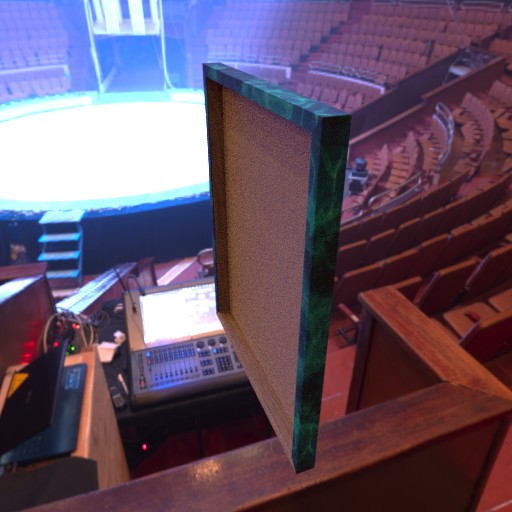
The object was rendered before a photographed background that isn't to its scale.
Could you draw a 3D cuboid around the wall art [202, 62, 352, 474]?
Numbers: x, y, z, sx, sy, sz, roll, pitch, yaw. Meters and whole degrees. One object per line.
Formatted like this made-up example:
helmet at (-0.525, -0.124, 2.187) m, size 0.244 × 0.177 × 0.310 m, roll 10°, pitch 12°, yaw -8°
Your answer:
wall art at (0.000, 0.000, 0.857) m, size 0.038 × 0.635 × 0.508 m, roll -11°, pitch 32°, yaw -18°
